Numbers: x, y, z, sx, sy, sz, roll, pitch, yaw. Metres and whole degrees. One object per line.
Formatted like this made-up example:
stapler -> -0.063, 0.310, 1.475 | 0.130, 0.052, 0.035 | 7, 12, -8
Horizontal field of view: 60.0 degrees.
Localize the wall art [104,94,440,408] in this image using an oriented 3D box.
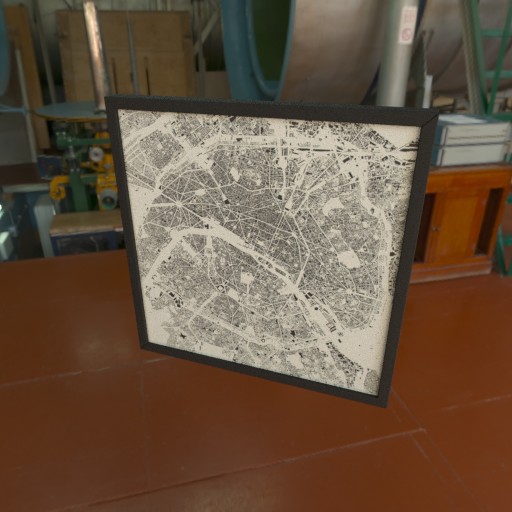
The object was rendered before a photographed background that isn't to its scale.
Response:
wall art -> 0.000, 0.000, 0.767 | 0.508, 0.508, 0.037 | 9, 28, 17
